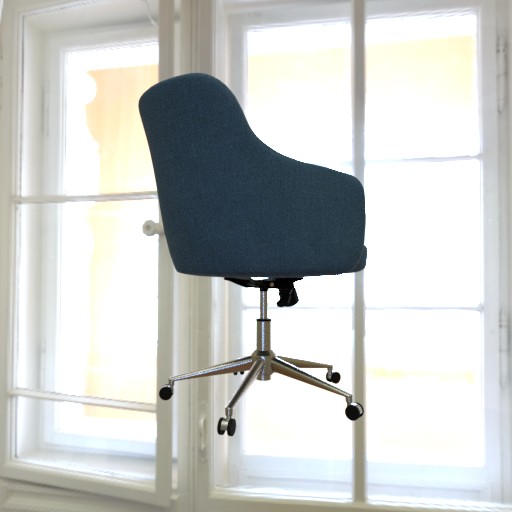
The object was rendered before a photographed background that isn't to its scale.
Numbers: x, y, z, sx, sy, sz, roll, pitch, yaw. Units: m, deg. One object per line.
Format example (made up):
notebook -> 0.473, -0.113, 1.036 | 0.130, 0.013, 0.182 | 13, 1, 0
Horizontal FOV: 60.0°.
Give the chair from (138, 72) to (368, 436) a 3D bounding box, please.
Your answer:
chair -> 0.000, 0.000, 1.263 | 0.655, 0.820, 0.599 | 0, -1, -35
